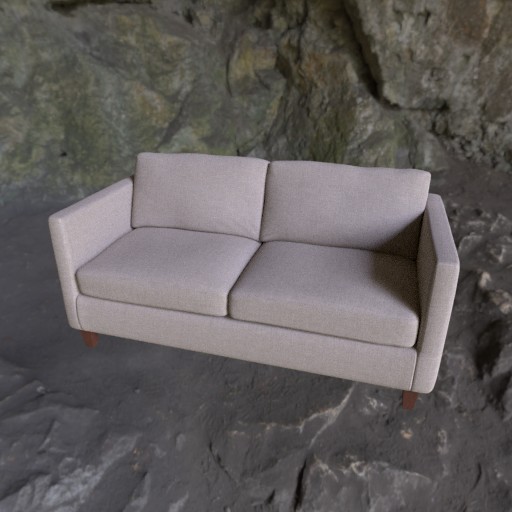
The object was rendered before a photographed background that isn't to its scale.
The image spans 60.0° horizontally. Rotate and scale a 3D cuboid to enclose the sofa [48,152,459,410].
[{"bbox_3d":[0.000,0.000,2.403,1.884,0.947,0.951,7,26,15],"label":"sofa"}]
